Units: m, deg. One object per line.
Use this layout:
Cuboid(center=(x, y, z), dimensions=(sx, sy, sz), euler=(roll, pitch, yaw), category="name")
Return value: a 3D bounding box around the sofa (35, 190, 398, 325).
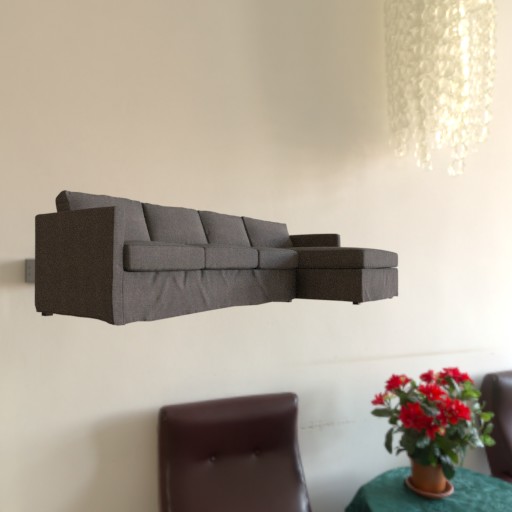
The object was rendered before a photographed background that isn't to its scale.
Cuboid(center=(0.000, 0.000, 3.996), dimensions=(1.650, 0.922, 3.205), euler=(-1, -1, 36), category="sofa")
